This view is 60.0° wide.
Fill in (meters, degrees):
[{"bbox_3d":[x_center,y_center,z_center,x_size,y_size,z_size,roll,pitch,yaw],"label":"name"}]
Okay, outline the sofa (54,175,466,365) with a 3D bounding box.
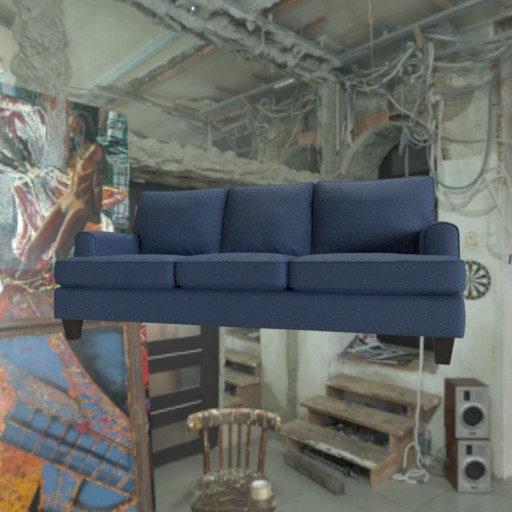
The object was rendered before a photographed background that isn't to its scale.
[{"bbox_3d":[0.000,0.000,2.622,2.158,0.965,0.951,0,-1,18],"label":"sofa"}]
